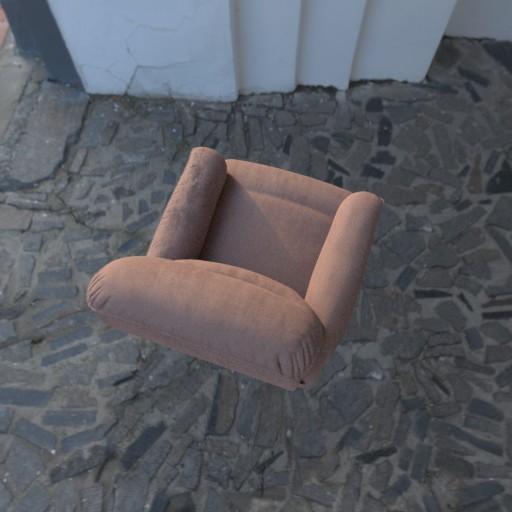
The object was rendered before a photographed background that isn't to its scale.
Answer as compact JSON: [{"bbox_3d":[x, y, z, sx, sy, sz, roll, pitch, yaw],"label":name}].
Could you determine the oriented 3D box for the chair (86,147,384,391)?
[{"bbox_3d":[0.000,0.000,1.704,0.820,1.037,1.004,17,65,9],"label":"chair"}]
